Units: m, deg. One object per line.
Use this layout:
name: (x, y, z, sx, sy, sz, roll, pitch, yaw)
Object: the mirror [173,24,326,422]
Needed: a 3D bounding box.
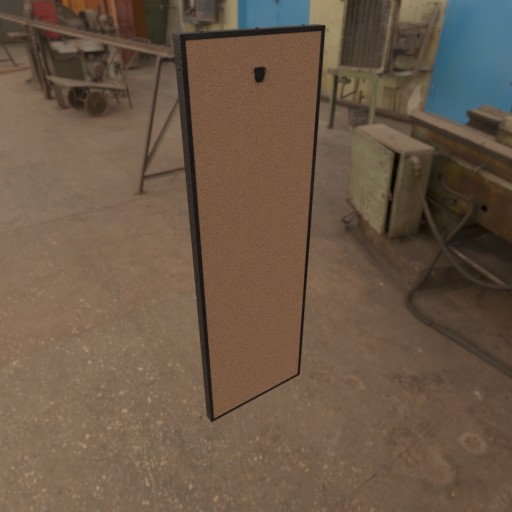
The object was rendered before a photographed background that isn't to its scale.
mirror: (0.000, 0.000, 1.174, 0.354, 1.080, 0.042, -20, 37, -28)
